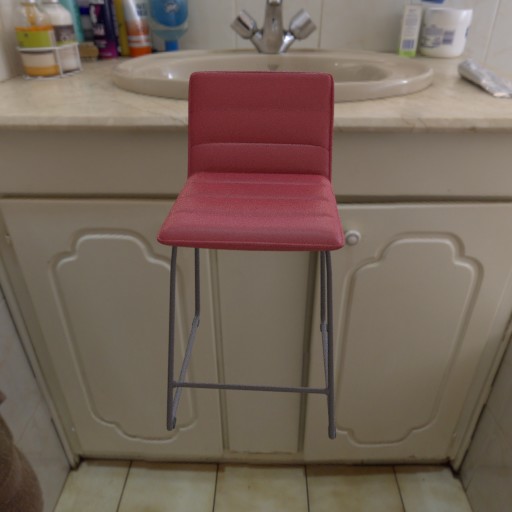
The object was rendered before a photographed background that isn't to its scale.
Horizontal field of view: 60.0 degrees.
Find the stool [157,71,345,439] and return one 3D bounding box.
[{"bbox_3d":[0.000,0.000,1.202,0.489,0.866,0.524,2,31,3],"label":"stool"}]
